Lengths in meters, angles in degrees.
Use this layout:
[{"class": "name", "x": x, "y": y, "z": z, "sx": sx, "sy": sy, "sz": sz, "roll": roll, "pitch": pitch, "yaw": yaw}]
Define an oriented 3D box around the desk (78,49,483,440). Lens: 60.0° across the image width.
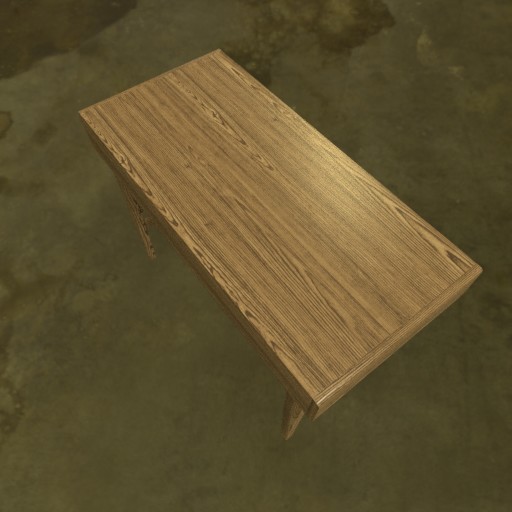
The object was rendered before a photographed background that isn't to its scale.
[{"class": "desk", "x": 0.000, "y": 0.000, "z": 1.479, "sx": 0.508, "sy": 0.755, "sz": 1.067, "roll": -33, "pitch": 64, "yaw": -19}]
